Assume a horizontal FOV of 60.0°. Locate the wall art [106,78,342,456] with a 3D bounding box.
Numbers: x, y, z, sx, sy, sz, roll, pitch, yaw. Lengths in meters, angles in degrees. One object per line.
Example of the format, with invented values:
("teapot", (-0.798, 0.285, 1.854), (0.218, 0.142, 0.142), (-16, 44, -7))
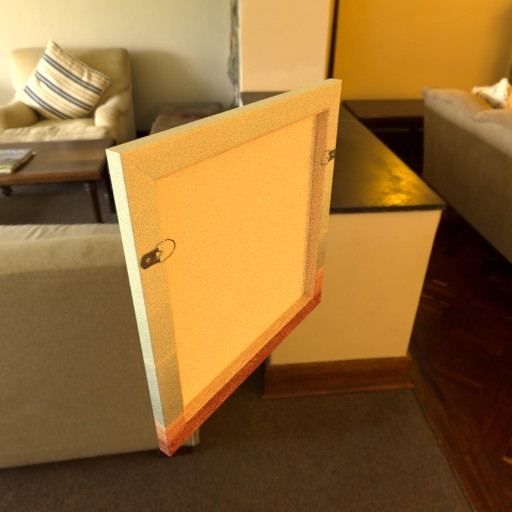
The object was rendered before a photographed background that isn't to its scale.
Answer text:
("wall art", (0.000, 0.000, 0.917), (0.034, 0.605, 0.605), (21, 37, 30))
